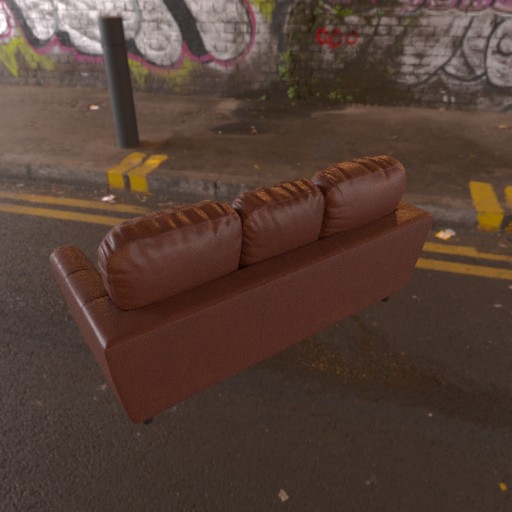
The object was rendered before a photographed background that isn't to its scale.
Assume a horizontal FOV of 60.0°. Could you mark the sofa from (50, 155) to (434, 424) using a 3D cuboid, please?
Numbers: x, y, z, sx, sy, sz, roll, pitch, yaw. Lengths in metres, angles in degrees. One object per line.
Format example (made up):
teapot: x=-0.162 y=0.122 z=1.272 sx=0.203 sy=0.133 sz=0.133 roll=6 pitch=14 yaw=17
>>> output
sofa: x=0.000 y=0.000 z=2.340 sx=1.862 sy=0.915 sz=0.802 roll=-20 pitch=37 yaw=-29
